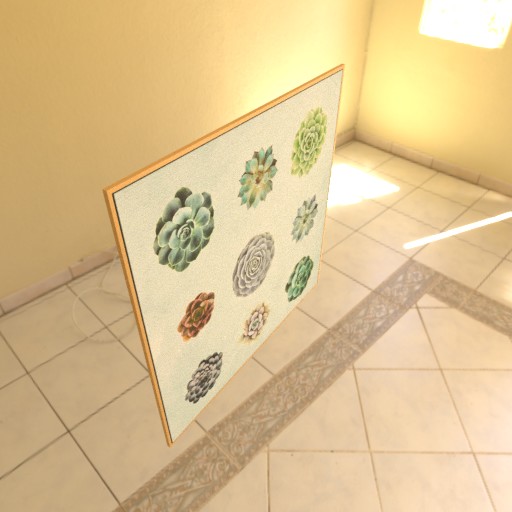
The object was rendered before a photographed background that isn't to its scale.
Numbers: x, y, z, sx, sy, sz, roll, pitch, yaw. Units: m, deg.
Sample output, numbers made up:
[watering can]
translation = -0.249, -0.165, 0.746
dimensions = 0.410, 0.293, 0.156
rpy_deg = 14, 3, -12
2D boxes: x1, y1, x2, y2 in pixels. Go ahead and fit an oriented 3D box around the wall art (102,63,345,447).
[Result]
[wall art]
translation = 0.000, 0.000, 1.430
dimensions = 0.013, 0.959, 0.962
rpy_deg = 25, 46, 27
